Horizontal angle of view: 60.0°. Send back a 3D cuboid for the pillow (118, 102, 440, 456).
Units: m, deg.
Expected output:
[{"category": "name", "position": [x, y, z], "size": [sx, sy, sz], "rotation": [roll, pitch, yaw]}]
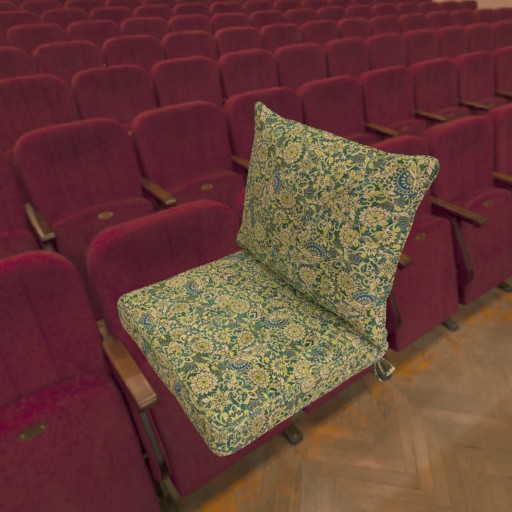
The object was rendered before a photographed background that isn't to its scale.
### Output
[{"category": "pillow", "position": [0.000, 0.000, 1.383], "size": [0.740, 0.722, 0.798], "rotation": [-21, 38, -30]}]
